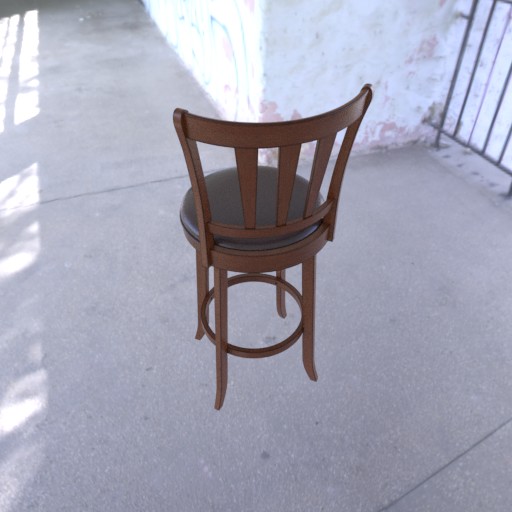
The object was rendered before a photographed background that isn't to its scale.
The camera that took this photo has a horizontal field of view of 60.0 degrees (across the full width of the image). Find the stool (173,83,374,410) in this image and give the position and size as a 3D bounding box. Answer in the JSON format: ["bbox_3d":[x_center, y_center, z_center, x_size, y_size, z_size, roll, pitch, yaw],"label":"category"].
[{"bbox_3d":[0.000,0.000,1.453,0.464,1.177,0.503,-12,43,-14],"label":"stool"}]
